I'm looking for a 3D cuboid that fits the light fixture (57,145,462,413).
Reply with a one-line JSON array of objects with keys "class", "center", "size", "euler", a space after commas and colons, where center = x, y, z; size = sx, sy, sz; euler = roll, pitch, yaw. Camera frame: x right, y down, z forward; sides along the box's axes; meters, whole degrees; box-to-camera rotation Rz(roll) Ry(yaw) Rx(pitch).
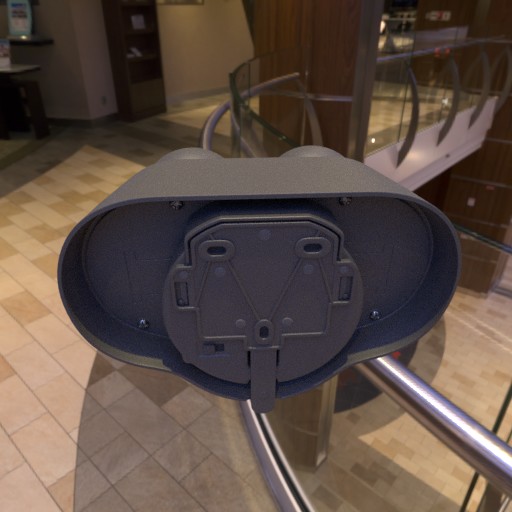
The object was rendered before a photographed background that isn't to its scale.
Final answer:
[{"class": "light fixture", "center": [0.000, 0.000, 0.330], "size": [0.229, 0.159, 0.159], "euler": [-2, 30, -3]}]
